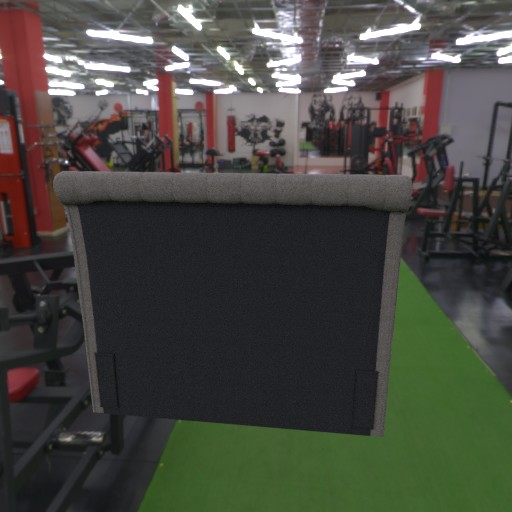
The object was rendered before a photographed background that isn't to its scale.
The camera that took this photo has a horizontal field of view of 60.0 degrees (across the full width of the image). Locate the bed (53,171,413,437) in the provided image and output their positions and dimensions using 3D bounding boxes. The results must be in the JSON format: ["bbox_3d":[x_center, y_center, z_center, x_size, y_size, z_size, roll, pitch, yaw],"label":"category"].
[{"bbox_3d":[0.000,0.000,3.228,1.645,1.371,2.252,2,16,7],"label":"bed"}]
